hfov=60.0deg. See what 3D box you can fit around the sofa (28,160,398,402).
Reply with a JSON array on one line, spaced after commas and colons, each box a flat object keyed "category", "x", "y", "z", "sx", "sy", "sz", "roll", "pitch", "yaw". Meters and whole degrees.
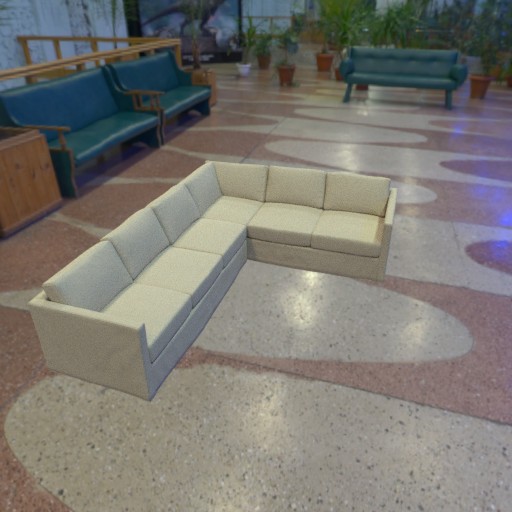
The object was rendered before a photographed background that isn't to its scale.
[{"category": "sofa", "x": 0.000, "y": 0.000, "z": 4.277, "sx": 2.432, "sy": 0.871, "sz": 3.182, "roll": 9, "pitch": 31, "yaw": 16}]
